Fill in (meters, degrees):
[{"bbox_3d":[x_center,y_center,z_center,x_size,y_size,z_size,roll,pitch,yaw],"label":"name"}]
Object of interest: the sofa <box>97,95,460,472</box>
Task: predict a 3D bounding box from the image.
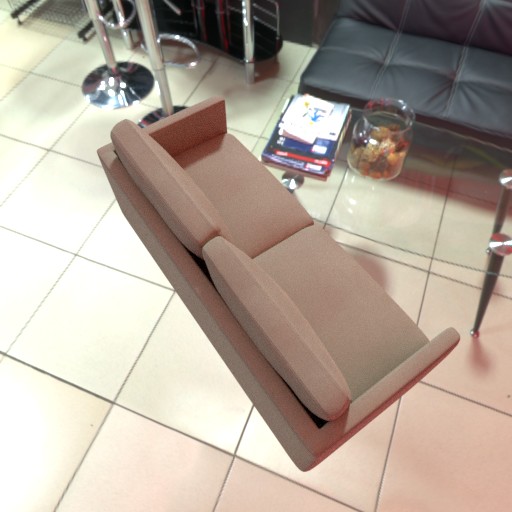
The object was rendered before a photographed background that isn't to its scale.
[{"bbox_3d":[0.000,0.000,2.649,0.948,0.932,2.181,-31,63,-18],"label":"sofa"}]
